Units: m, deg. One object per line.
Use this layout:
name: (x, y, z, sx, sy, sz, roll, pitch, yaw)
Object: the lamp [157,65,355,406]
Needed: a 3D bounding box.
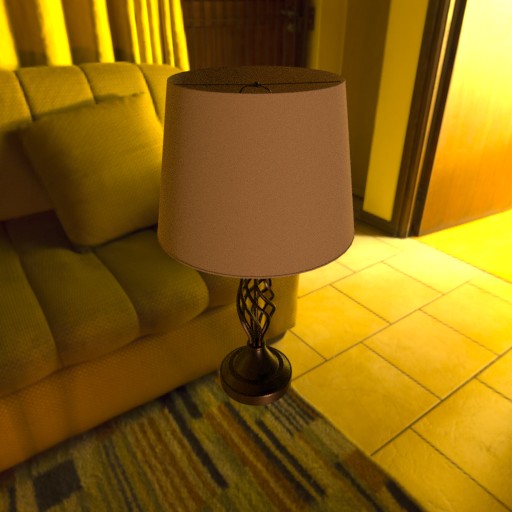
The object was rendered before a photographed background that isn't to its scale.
lamp: (0.000, 0.000, 0.786, 0.331, 0.594, 0.331, 0, 30, 0)
